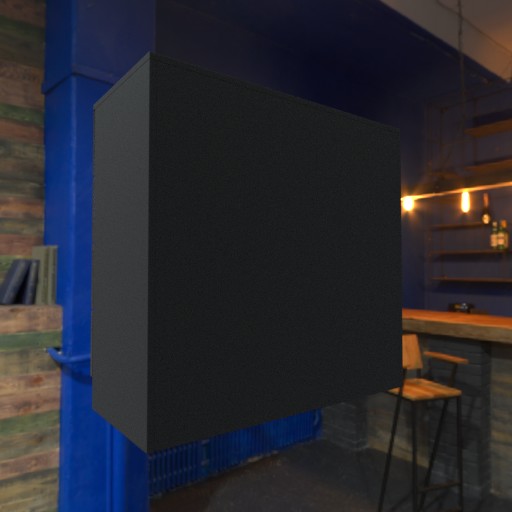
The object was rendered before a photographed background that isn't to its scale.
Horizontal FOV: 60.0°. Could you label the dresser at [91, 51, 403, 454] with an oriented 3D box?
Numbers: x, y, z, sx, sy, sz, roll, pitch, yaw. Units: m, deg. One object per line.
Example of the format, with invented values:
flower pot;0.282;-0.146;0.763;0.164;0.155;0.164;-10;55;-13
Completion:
dresser;0.000;0.000;1.159;0.750;0.720;0.360;1;-2;-37
